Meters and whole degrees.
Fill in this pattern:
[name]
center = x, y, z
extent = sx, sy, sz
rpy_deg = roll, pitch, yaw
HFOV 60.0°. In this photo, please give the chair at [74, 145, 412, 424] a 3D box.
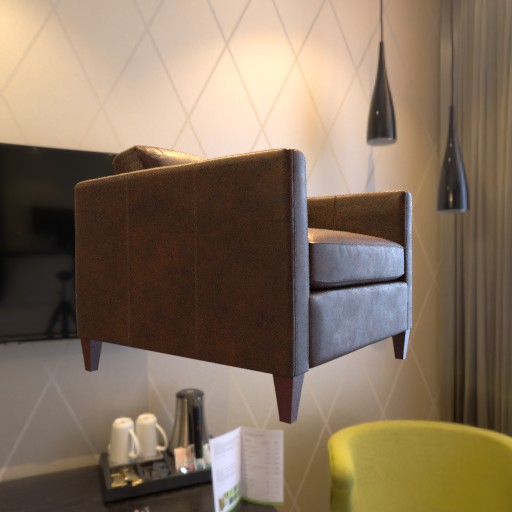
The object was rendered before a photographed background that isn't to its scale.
[chair]
center = 0.000, 0.000, 1.766
extent = 0.975, 0.864, 0.990
rpy_deg = 0, 0, 36
